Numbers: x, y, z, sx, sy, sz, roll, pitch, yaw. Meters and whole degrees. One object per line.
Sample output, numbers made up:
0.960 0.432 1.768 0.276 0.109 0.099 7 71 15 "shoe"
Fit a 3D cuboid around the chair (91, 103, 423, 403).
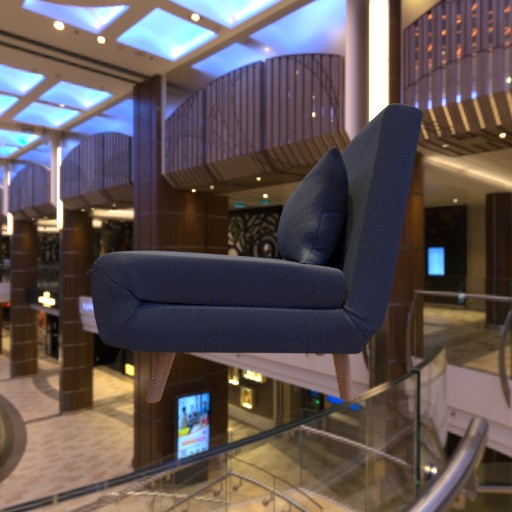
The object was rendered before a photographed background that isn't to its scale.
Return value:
0.000 0.000 1.529 0.900 0.808 0.770 0 0 0 "chair"
